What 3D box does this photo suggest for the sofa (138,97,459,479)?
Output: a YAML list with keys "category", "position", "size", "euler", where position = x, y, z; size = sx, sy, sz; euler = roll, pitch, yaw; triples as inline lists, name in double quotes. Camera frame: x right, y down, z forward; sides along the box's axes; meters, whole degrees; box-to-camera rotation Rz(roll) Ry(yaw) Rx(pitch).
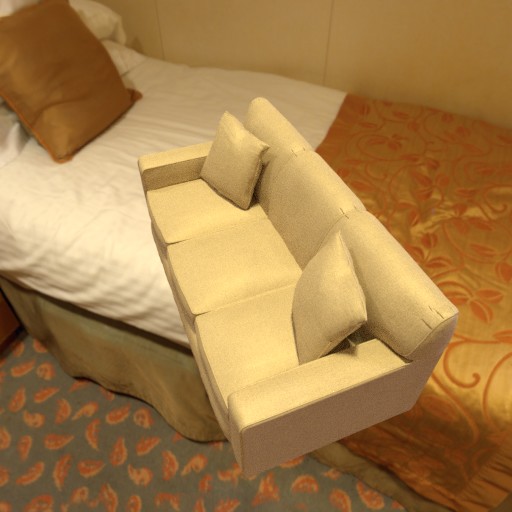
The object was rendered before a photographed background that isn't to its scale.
- category: "sofa"
  position: [0.000, 0.000, 2.562]
  size: [0.997, 0.958, 2.024]
  euler: [-16, 48, -15]
